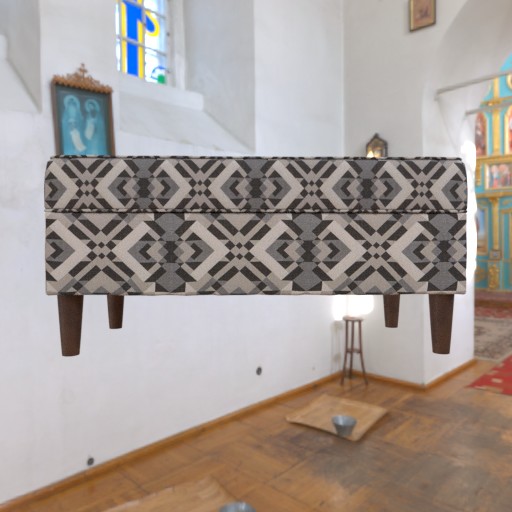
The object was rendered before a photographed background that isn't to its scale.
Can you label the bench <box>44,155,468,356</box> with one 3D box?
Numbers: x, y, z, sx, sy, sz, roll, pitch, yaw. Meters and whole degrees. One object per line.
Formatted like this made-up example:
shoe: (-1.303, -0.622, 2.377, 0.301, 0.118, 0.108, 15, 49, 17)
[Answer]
bench: (0.000, 0.000, 1.277, 1.016, 0.477, 0.492, 0, 1, -1)
